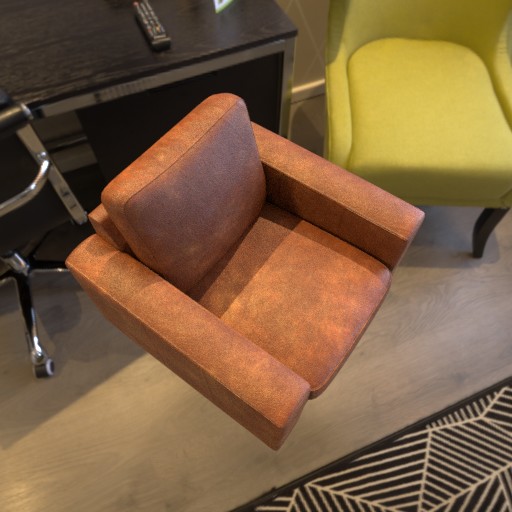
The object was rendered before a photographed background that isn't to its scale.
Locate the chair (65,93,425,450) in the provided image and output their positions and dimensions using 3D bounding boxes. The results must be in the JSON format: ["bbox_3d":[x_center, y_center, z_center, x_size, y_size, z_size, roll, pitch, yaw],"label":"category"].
[{"bbox_3d":[0.000,0.000,1.774,1.016,0.873,1.005,32,65,17],"label":"chair"}]
